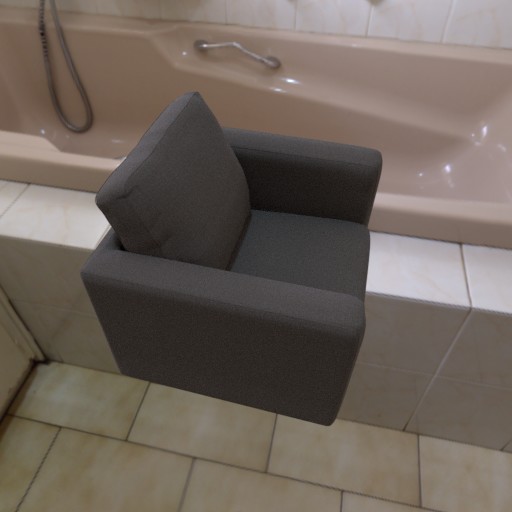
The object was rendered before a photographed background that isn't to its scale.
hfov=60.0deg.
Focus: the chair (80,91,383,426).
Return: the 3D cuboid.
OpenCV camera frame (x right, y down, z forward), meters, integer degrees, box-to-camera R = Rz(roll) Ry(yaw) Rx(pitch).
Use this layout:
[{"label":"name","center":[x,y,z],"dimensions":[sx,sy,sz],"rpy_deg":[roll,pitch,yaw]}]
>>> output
[{"label":"chair","center":[0.000,0.000,1.582],"dimensions":[0.800,0.927,0.854],"rpy_deg":[10,47,10]}]
